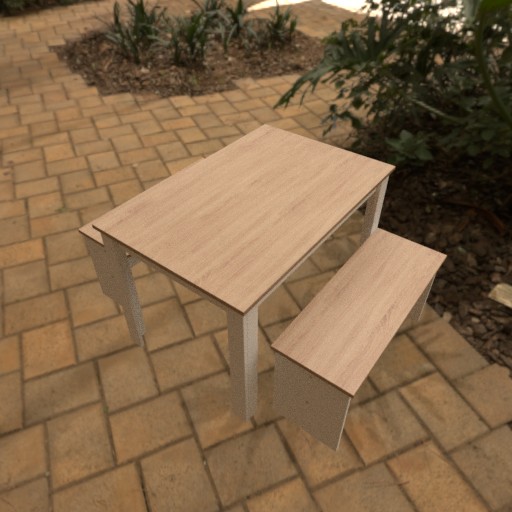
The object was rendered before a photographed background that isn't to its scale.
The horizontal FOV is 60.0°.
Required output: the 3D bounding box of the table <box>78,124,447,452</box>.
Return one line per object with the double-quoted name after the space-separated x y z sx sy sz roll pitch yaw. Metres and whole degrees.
0.000 0.000 2.063 1.443 0.700 1.100 27 48 27 "table"
